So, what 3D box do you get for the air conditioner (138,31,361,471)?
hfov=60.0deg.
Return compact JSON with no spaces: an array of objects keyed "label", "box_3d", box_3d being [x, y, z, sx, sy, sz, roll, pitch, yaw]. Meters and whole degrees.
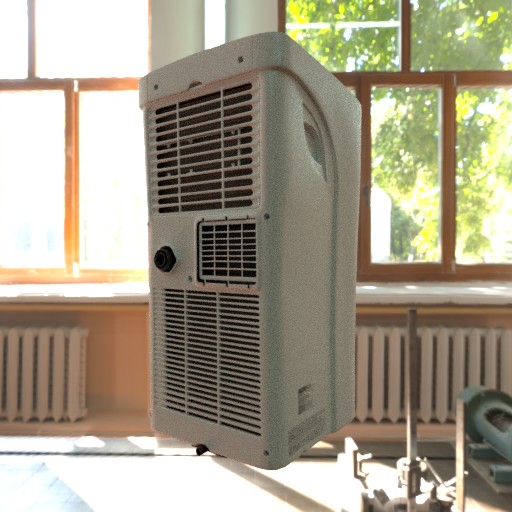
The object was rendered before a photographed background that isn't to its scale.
[{"label":"air conditioner","box_3d":[0.000,0.000,0.916,0.352,0.716,0.369,0,0,37]}]
